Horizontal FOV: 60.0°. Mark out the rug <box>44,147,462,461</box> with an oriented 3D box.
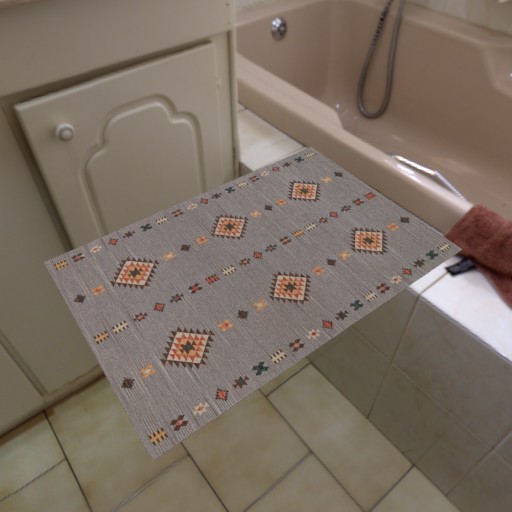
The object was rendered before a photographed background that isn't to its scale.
[{"bbox_3d":[0.000,0.000,2.315,1.818,0.005,1.217,-28,52,-24],"label":"rug"}]
